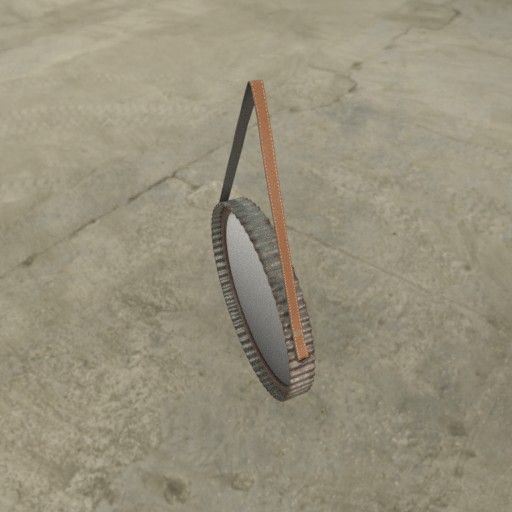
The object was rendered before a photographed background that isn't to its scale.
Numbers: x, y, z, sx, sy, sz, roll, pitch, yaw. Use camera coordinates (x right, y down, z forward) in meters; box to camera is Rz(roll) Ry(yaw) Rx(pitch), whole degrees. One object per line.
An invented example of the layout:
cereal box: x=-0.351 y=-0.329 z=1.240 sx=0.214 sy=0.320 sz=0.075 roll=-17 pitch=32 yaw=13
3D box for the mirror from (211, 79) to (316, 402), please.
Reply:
mirror: x=0.000 y=0.000 z=0.705 sx=0.042 sy=0.568 sz=0.355 roll=-17 pitch=48 yaw=-16
